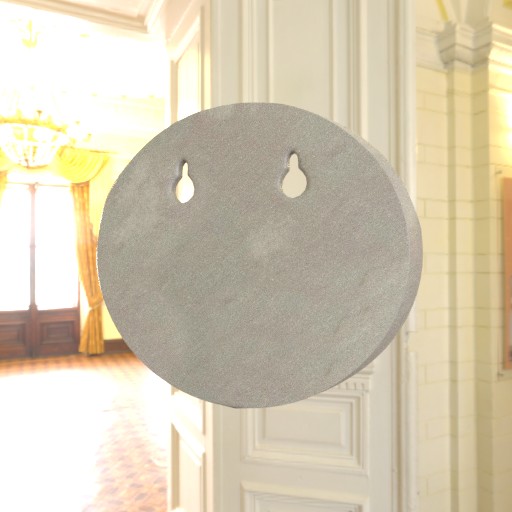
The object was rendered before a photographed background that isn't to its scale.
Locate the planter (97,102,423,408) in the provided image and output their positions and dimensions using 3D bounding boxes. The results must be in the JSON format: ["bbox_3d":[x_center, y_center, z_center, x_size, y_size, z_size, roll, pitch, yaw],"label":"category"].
[{"bbox_3d":[0.000,0.000,0.271,0.190,0.164,0.073,0,-1,18],"label":"planter"}]
